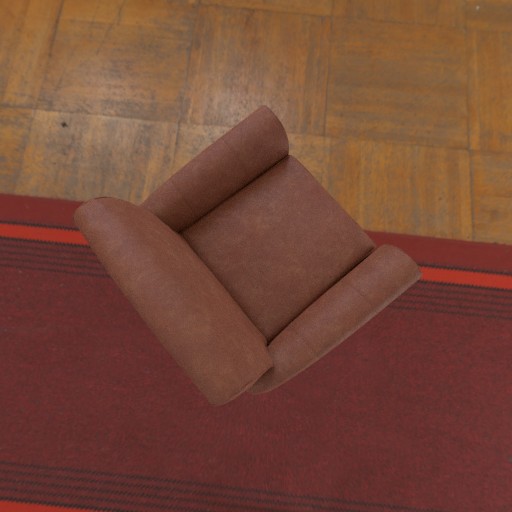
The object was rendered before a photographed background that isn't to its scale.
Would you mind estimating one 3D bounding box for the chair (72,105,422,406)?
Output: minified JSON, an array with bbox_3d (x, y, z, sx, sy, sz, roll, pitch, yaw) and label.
[{"bbox_3d":[0.000,0.000,1.814,0.902,1.061,0.978,-38,78,-10],"label":"chair"}]
